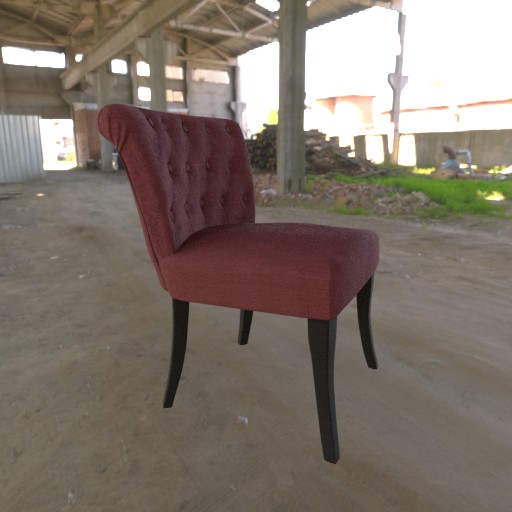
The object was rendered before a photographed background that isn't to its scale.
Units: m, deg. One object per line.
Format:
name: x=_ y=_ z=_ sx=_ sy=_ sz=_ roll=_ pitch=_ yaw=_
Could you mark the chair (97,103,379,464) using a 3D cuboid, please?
chair: x=0.000 y=0.000 z=1.189 sx=0.605 sy=0.750 sz=0.582 roll=6 pitch=14 yaw=24
